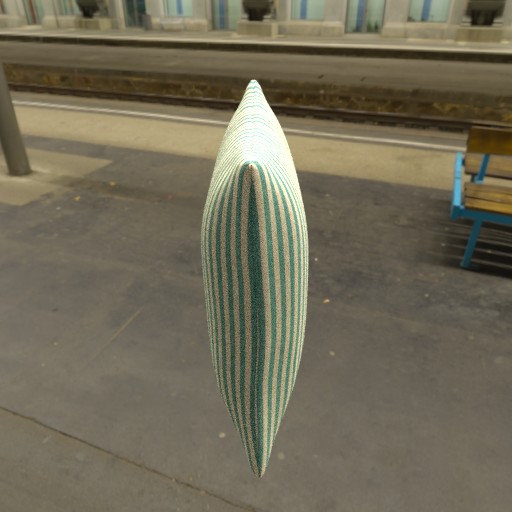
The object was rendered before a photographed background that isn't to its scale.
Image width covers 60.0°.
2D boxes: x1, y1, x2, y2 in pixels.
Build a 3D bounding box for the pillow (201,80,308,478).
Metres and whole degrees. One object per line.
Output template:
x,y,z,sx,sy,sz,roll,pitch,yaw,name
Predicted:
0.000,0.000,0.787,0.166,0.510,0.523,0,30,0,pillow
